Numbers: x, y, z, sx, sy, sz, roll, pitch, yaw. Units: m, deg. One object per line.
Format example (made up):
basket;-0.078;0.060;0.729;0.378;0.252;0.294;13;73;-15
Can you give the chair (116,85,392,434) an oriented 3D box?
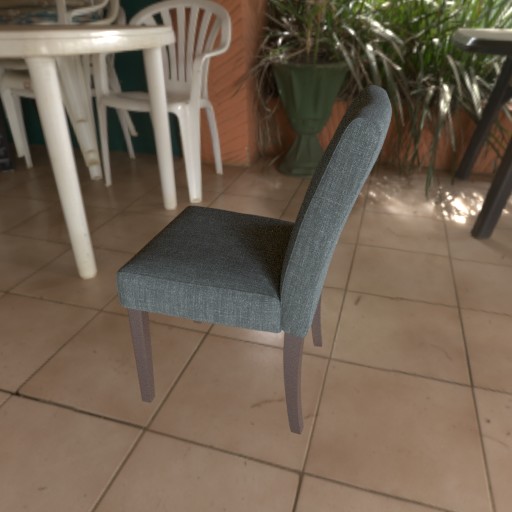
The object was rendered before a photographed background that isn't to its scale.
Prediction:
chair;0.000;0.000;1.262;0.629;0.884;0.487;8;30;14
